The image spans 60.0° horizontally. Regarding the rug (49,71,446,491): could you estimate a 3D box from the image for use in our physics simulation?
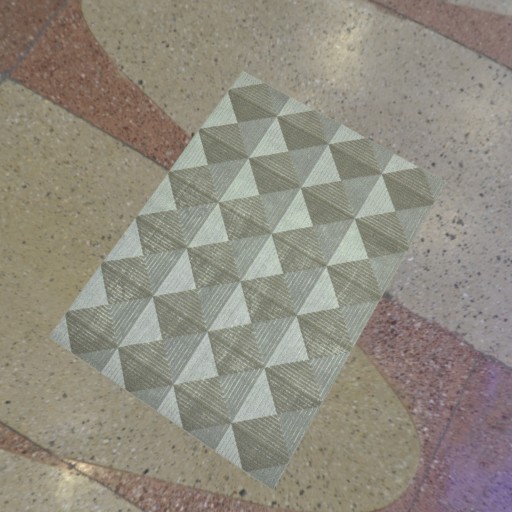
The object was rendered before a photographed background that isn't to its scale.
[{"bbox_3d":[0.000,0.000,4.260,2.428,0.027,3.333,31,78,7],"label":"rug"}]
